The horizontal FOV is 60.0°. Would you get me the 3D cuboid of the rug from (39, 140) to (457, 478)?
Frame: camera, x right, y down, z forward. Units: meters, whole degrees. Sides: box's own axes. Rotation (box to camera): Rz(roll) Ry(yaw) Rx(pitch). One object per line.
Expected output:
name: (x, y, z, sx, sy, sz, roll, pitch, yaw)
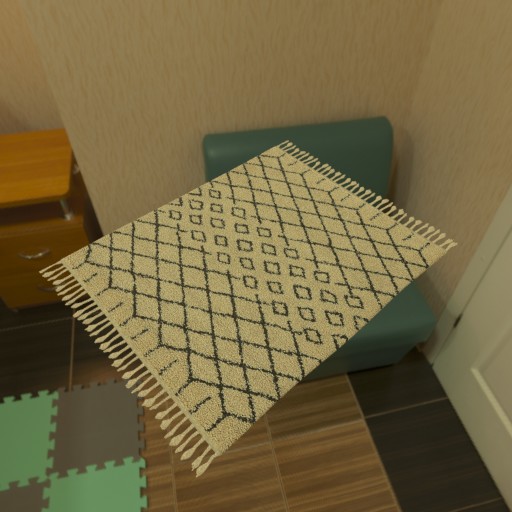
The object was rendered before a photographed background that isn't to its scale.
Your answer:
rug: (0.000, 0.000, 4.194, 3.213, 0.030, 2.388, -34, 56, -27)
